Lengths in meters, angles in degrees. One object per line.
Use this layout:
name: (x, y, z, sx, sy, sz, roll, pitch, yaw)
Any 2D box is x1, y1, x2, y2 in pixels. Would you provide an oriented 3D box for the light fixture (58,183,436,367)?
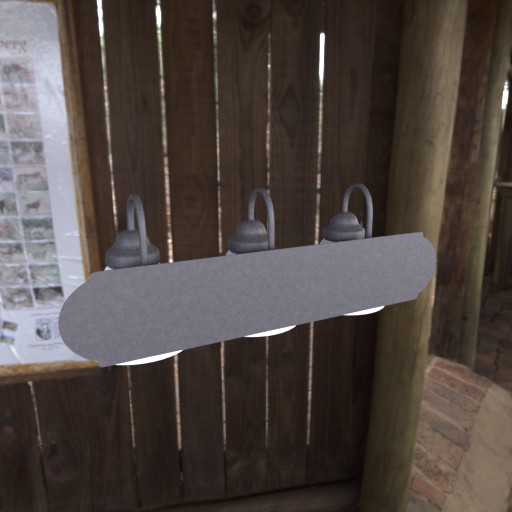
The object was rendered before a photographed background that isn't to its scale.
light fixture: (0.000, 0.000, 0.718, 0.610, 0.222, 0.199, -7, 16, -27)
